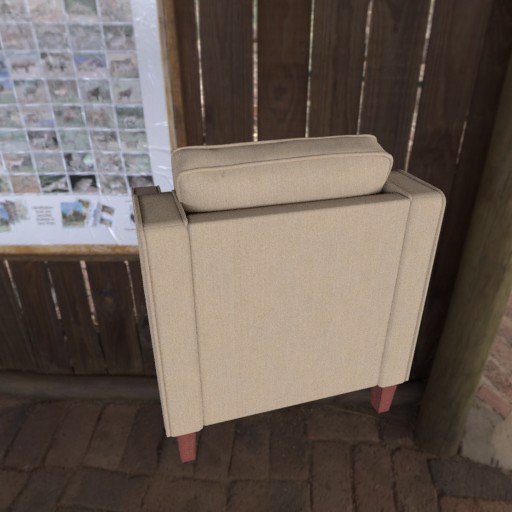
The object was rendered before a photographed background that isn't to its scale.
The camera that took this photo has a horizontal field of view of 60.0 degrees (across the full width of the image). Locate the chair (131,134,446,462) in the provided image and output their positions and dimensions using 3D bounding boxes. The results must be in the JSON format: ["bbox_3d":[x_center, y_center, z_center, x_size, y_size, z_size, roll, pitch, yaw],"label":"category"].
[{"bbox_3d":[0.000,0.000,1.650,0.831,0.960,0.909,-8,28,-15],"label":"chair"}]
